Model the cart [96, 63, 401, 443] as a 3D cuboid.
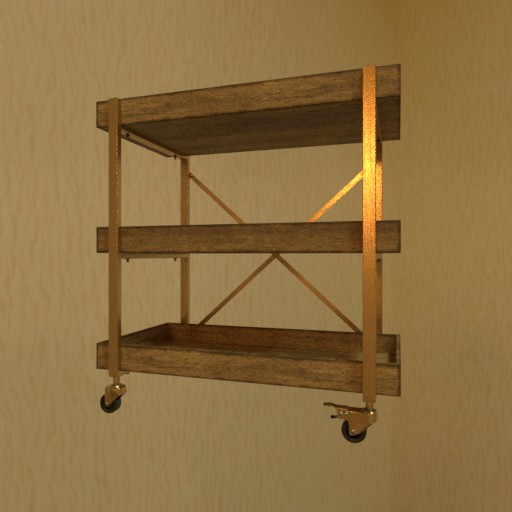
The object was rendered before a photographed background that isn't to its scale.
[{"bbox_3d":[0.000,0.000,1.209,0.750,0.799,0.416,0,0,18],"label":"cart"}]
